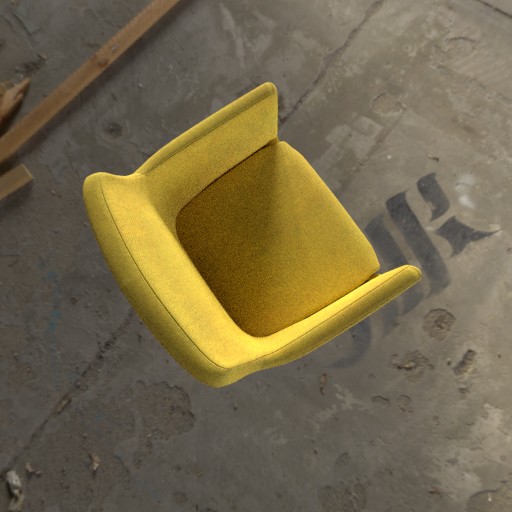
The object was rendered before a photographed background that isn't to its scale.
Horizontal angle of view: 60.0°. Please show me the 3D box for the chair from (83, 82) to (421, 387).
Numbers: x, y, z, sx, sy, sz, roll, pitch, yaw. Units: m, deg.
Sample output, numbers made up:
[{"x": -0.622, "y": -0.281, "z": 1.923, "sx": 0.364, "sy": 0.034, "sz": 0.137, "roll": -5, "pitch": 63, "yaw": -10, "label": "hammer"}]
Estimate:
[{"x": 0.000, "y": 0.000, "z": 1.179, "sx": 0.570, "sy": 0.780, "sz": 0.570, "roll": -33, "pitch": 78, "yaw": -8, "label": "chair"}]
